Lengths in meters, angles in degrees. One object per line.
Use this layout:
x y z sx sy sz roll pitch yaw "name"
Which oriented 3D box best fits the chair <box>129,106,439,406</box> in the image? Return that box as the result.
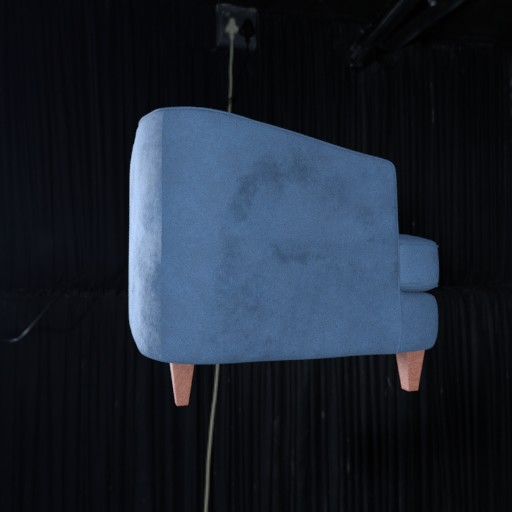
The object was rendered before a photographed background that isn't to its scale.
0.000 0.000 1.739 0.940 0.852 1.094 0 -1 -18 "chair"
